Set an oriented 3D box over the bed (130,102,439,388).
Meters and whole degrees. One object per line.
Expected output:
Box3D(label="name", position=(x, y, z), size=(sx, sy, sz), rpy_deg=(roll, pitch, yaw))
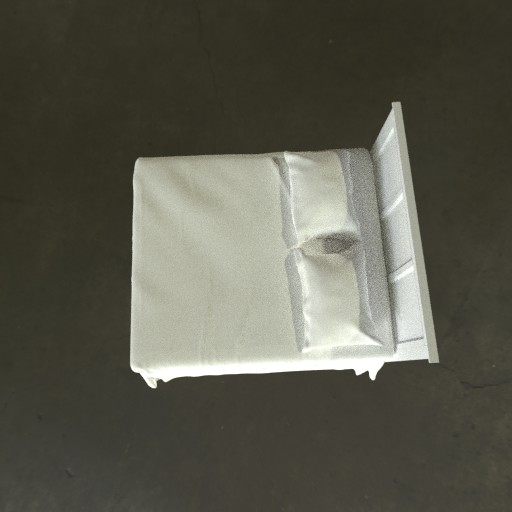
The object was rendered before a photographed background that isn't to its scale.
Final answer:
Box3D(label="bed", position=(0.000, 0.000, 3.273), size=(2.047, 1.269, 1.876), rpy_deg=(-3, 75, -1))
